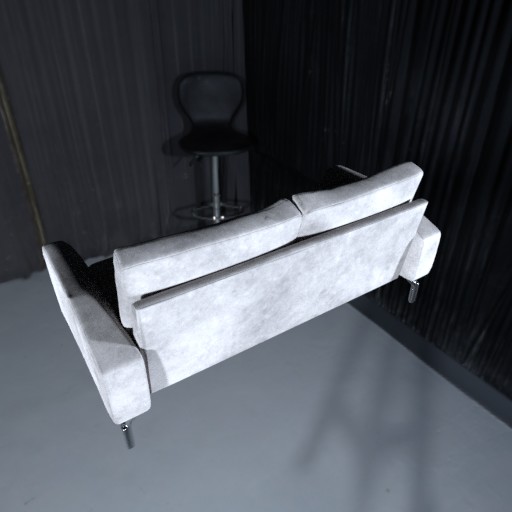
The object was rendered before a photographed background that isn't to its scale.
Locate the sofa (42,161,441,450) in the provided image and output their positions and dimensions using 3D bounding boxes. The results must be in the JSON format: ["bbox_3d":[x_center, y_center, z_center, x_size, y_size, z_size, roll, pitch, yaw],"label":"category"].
[{"bbox_3d":[0.000,0.000,2.262,1.837,0.859,0.849,-20,38,-28],"label":"sofa"}]
